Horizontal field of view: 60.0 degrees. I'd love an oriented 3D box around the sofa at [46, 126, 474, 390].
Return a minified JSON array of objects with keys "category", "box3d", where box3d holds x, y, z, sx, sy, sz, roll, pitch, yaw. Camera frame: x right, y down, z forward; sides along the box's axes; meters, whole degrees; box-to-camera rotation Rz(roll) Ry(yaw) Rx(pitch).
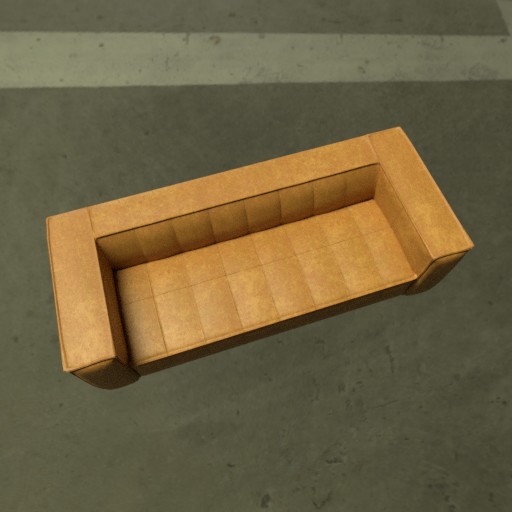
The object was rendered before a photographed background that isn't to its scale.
[{"category":"sofa","box3d":[0.000,0.000,3.112,2.581,0.701,1.102,-16,65,-8]}]
